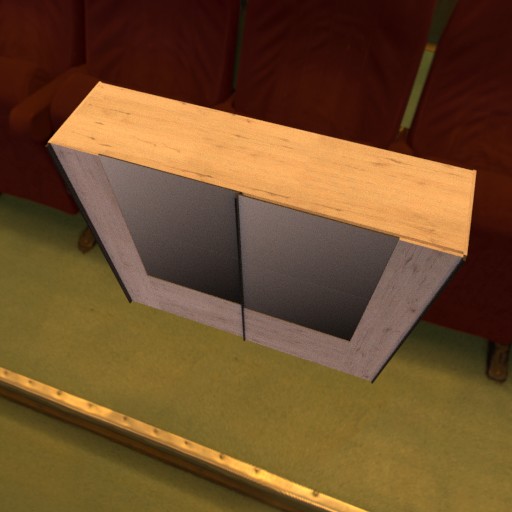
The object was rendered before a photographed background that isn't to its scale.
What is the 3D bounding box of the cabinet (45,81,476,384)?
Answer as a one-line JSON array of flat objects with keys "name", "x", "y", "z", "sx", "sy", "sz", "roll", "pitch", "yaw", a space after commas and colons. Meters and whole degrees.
[{"name": "cabinet", "x": 0.000, "y": 0.000, "z": 3.566, "sx": 2.500, "sy": 2.180, "sz": 0.660, "roll": 16, "pitch": 59, "yaw": 10}]
